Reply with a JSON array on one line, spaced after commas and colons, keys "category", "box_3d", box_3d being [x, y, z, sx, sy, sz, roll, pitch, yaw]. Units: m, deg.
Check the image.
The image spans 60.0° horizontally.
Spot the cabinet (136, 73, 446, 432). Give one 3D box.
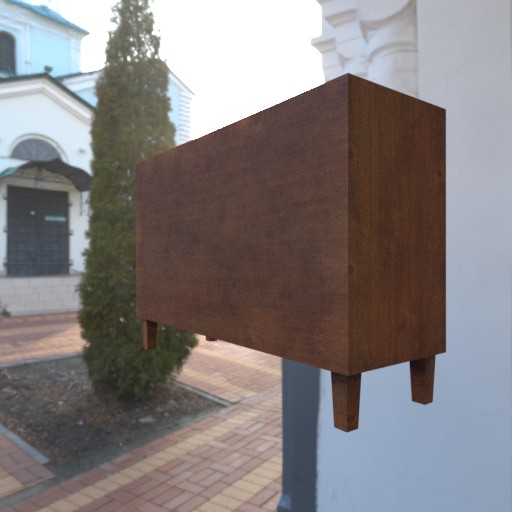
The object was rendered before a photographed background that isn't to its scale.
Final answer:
[{"category": "cabinet", "box_3d": [0.000, 0.000, 1.575, 0.403, 0.805, 1.204, 0, 0, -37]}]
